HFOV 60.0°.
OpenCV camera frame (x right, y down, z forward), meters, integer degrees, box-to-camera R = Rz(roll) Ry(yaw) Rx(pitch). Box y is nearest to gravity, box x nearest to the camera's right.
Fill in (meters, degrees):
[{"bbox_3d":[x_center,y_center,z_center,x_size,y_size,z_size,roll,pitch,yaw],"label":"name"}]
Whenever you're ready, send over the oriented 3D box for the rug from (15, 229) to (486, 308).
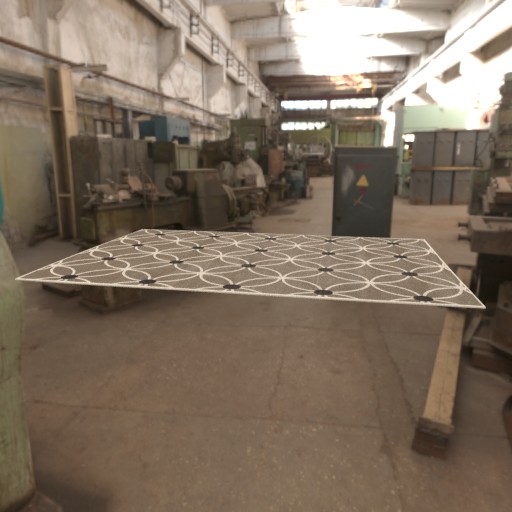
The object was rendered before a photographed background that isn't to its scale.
[{"bbox_3d":[0.000,0.000,2.816,2.284,0.008,1.522,3,14,11],"label":"rug"}]
